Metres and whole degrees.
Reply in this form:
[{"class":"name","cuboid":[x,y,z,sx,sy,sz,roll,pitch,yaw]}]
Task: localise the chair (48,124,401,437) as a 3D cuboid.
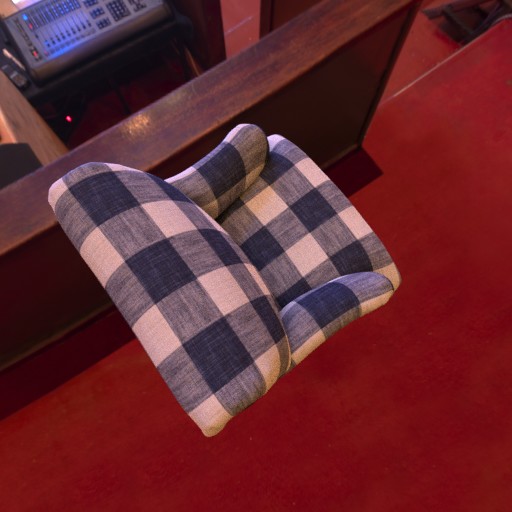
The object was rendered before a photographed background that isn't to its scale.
[{"class":"chair","cuboid":[0.000,0.000,1.542,0.848,0.953,0.781,-36,78,-9]}]
